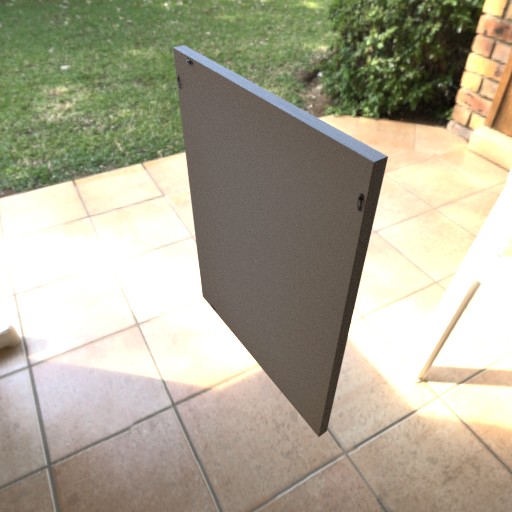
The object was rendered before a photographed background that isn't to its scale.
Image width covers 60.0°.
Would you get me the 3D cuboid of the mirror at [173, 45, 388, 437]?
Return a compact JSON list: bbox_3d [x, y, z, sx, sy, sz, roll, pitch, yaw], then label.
[{"bbox_3d":[0.000,0.000,1.348,0.040,1.016,0.762,-25,48,-25],"label":"mirror"}]
